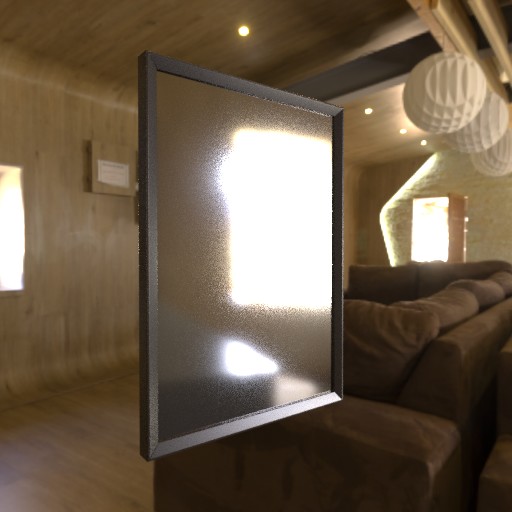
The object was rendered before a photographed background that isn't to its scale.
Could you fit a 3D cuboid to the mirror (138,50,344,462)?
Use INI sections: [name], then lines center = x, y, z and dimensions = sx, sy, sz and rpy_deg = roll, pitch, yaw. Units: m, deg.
[mirror]
center = 0.000, 0.000, 0.934
dimensions = 0.507, 0.710, 0.039
rpy_deg = -1, 1, -38
